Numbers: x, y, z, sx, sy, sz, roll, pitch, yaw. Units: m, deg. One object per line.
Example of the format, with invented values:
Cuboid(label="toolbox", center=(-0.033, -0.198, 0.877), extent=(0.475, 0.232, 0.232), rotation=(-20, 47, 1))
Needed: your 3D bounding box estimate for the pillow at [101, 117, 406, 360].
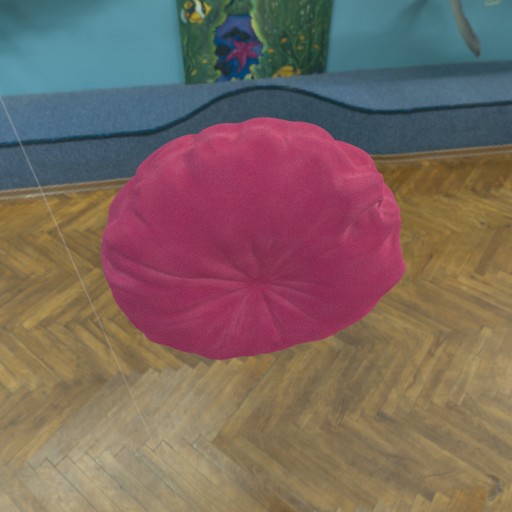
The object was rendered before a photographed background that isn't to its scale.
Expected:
Cuboid(label="pillow", center=(0.000, 0.000, 0.636), extent=(0.428, 0.407, 0.148), rotation=(-5, 47, -4))
